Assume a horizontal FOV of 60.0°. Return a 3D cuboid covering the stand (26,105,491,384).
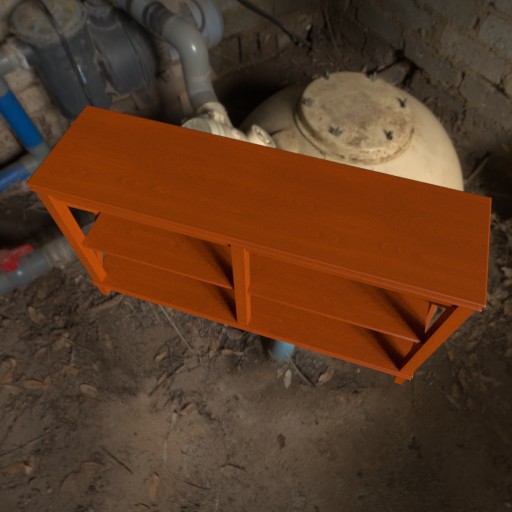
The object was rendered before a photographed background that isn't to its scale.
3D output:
[{"bbox_3d":[0.000,0.000,1.675,1.372,0.762,0.381,15,60,9],"label":"stand"}]
